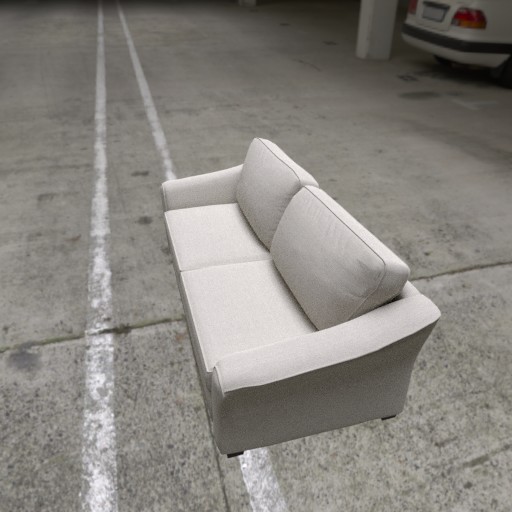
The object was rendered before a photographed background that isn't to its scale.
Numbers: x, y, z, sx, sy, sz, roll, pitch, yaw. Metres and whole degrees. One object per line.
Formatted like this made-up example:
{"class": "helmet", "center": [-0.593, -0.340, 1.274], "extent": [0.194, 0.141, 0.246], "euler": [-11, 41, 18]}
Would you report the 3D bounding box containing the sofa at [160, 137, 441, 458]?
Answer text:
{"class": "sofa", "center": [0.000, 0.000, 2.782], "extent": [0.980, 0.965, 2.270], "euler": [-9, 32, -14]}
